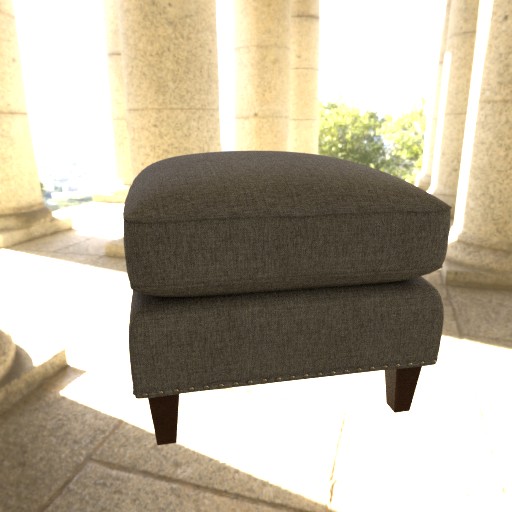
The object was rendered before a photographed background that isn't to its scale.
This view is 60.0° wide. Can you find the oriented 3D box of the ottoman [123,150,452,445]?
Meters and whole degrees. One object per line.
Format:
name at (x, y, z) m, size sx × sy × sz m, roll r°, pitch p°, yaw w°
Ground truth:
ottoman at (0.000, 0.000, 1.115) m, size 0.584 × 0.513 × 0.741 m, roll -3°, pitch 16°, yaw -11°
